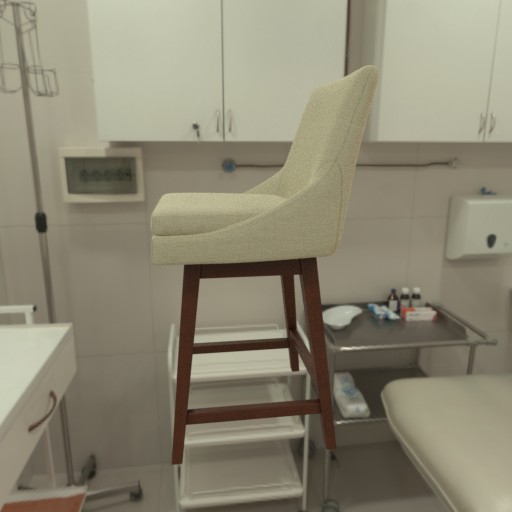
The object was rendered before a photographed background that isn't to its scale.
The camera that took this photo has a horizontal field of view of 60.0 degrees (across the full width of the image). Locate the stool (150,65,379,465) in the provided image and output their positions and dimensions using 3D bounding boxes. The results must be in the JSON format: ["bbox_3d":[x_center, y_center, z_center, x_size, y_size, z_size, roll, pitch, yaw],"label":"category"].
[{"bbox_3d":[0.000,0.000,1.297,0.559,0.991,0.469,-2,14,-8],"label":"stool"}]
